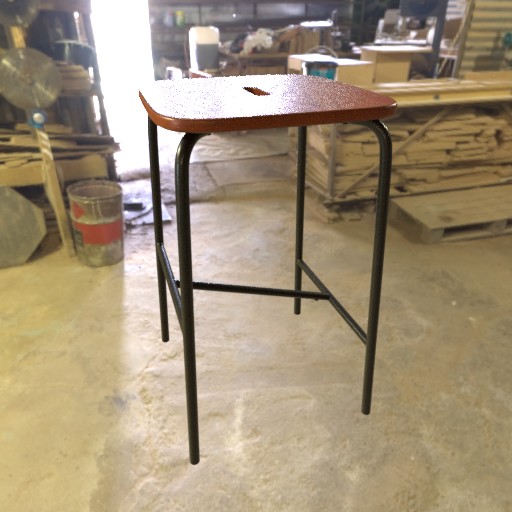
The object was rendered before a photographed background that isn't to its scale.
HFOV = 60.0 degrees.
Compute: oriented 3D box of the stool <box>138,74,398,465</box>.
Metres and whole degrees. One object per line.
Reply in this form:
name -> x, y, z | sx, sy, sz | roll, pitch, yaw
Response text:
stool -> 0.000, 0.000, 0.864 | 0.376, 0.610, 0.376 | -9, 31, -16
